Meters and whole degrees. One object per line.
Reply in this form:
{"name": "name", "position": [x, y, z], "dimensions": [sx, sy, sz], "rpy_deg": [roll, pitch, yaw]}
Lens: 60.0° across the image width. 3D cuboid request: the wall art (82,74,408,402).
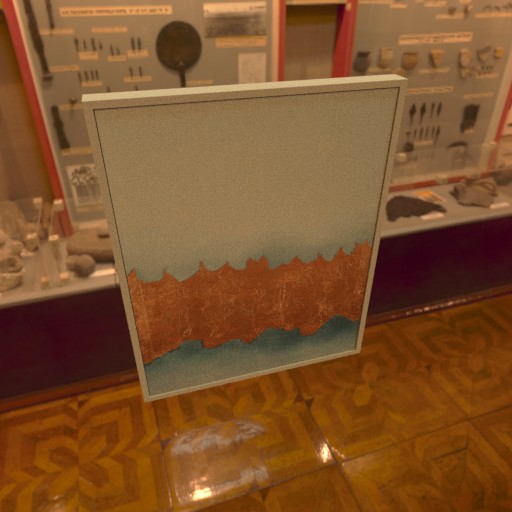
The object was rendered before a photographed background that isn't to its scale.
{"name": "wall art", "position": [0.000, 0.000, 0.756], "dimensions": [0.451, 0.553, 0.039], "rpy_deg": [-9, 34, -14]}
